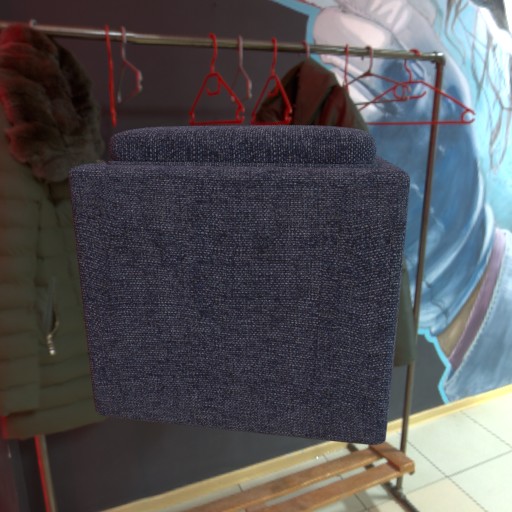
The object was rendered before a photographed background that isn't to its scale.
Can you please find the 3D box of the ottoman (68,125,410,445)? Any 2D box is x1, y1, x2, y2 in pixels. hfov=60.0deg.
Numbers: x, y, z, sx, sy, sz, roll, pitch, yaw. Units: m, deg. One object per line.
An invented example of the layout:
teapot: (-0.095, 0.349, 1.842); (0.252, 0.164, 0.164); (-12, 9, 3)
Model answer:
ottoman: (0.000, 0.000, 0.814); (0.450, 0.460, 0.450); (3, 16, 9)
